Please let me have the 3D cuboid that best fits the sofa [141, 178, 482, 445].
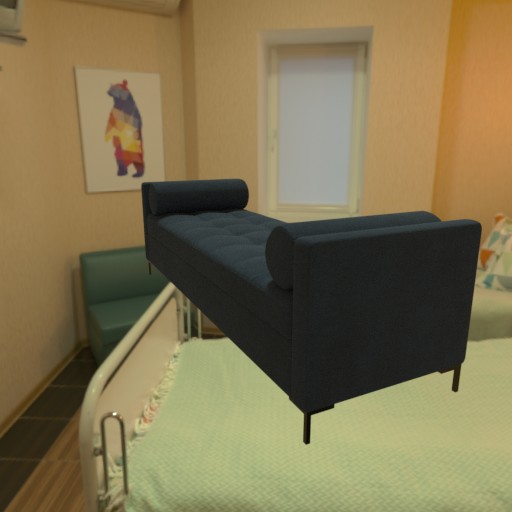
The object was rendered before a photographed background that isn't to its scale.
[{"bbox_3d":[0.000,0.000,2.233,0.686,0.635,1.981,-7,16,-26],"label":"sofa"}]
